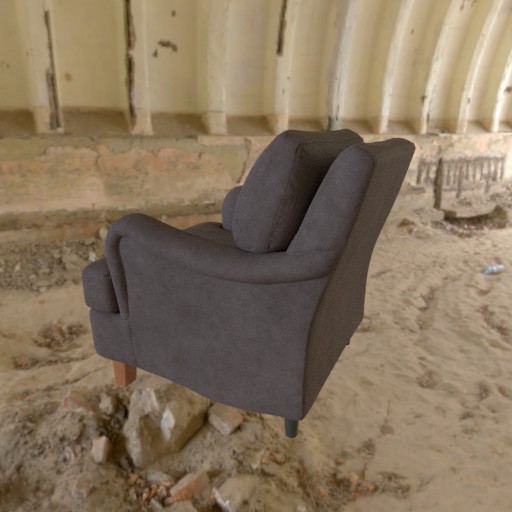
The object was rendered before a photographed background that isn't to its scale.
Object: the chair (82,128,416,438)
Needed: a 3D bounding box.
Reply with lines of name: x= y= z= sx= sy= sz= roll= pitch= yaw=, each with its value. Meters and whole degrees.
chair: x=0.000 y=0.000 z=1.808 sx=1.070 sy=0.997 sz=0.955 roll=8 pitch=18 yaw=24
